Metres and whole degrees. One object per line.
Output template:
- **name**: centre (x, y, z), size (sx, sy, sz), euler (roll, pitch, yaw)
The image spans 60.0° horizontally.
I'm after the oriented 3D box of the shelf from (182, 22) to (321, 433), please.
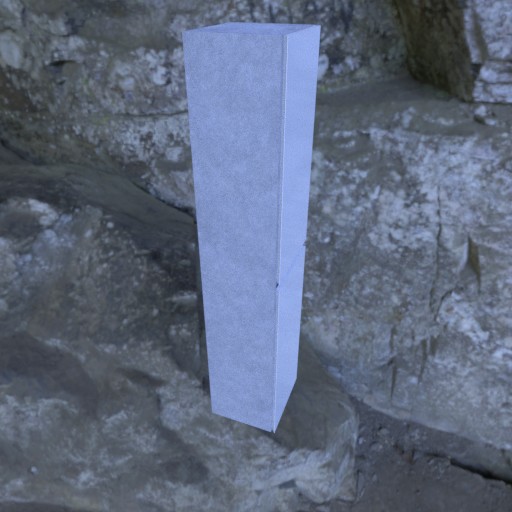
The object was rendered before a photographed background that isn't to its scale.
- **shelf**: centre (0.000, 0.000, 1.525), size (0.270, 1.400, 0.300), euler (12, 34, 18)
